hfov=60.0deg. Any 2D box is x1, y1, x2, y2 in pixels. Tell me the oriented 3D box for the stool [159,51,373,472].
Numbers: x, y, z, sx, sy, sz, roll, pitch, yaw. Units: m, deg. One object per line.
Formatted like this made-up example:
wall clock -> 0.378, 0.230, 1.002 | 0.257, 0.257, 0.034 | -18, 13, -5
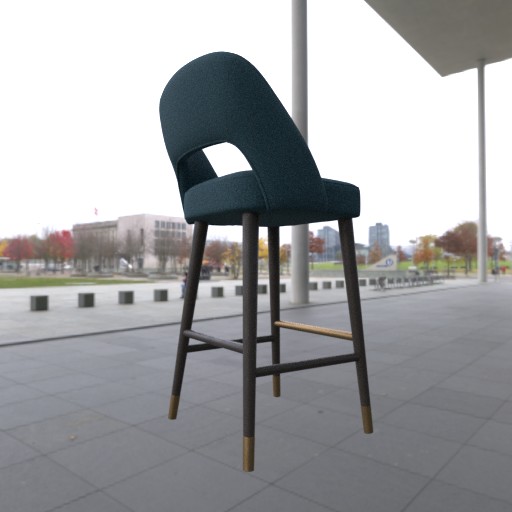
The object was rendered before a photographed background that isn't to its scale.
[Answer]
stool -> 0.000, 0.000, 1.342 | 0.522, 1.032, 0.536 | 1, -1, -35
